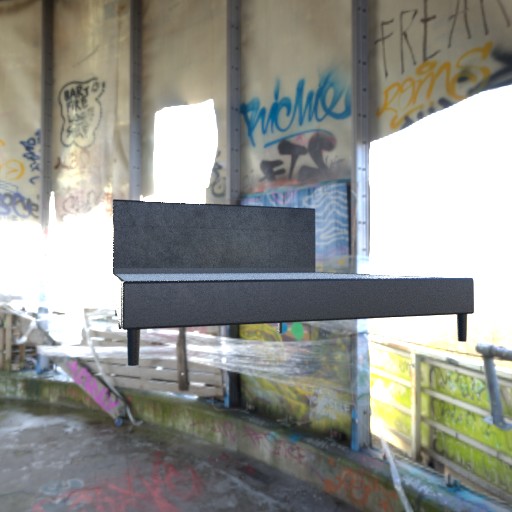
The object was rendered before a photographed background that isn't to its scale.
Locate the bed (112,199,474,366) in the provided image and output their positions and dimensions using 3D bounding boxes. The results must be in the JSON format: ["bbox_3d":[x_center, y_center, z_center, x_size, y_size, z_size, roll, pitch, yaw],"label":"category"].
[{"bbox_3d":[0.000,0.000,3.335,2.018,1.046,2.152,0,-1,-19],"label":"bed"}]
